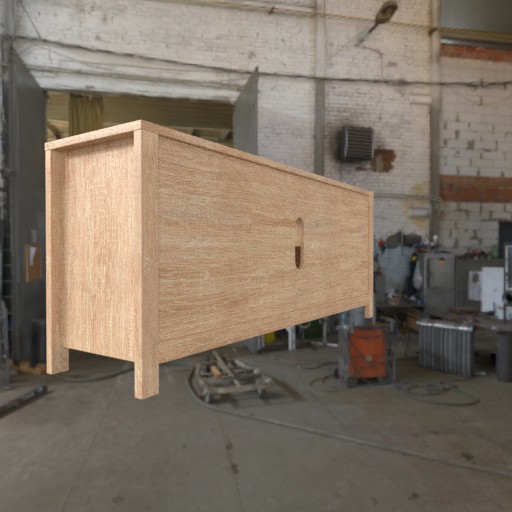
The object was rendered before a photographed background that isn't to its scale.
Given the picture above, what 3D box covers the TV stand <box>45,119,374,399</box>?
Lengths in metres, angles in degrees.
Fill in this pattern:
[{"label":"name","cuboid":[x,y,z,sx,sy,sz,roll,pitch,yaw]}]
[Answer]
[{"label":"TV stand","cuboid":[0.000,0.000,1.680,0.398,0.610,1.466,0,1,34]}]
